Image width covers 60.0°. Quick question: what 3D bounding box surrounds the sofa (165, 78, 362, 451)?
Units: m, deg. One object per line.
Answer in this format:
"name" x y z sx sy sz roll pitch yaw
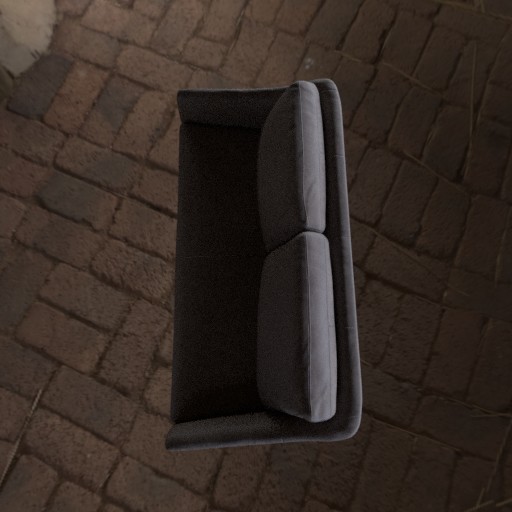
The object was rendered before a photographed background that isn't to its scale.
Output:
"sofa" 0.000 0.000 2.555 0.960 0.902 2.036 -1 75 0
